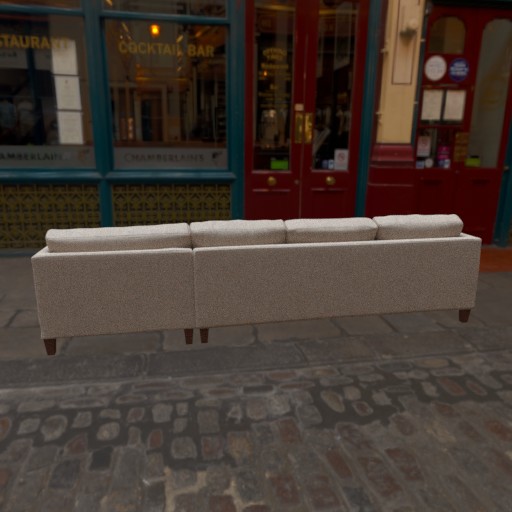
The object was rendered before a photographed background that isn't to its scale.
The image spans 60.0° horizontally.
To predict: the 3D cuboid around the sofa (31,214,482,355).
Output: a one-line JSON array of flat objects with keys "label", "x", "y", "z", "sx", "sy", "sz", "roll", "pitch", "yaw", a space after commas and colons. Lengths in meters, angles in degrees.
[{"label": "sofa", "x": 0.000, "y": 0.000, "z": 3.880, "sx": 3.186, "sy": 0.846, "sz": 1.625, "roll": -3, "pitch": 14, "yaw": -10}]
